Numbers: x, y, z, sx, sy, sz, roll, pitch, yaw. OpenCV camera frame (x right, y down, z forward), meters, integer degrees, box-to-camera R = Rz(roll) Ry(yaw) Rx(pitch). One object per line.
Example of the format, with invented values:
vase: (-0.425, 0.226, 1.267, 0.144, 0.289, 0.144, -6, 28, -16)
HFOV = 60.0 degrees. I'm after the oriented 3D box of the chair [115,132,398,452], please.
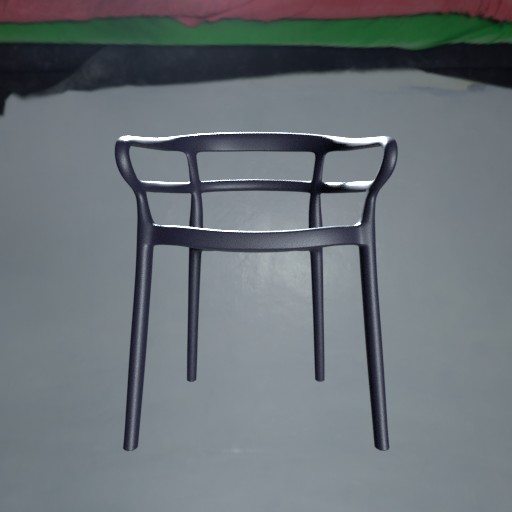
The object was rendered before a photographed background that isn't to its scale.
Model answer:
chair: (0.000, 0.000, 1.106, 0.559, 0.761, 0.527, 0, 0, 0)
